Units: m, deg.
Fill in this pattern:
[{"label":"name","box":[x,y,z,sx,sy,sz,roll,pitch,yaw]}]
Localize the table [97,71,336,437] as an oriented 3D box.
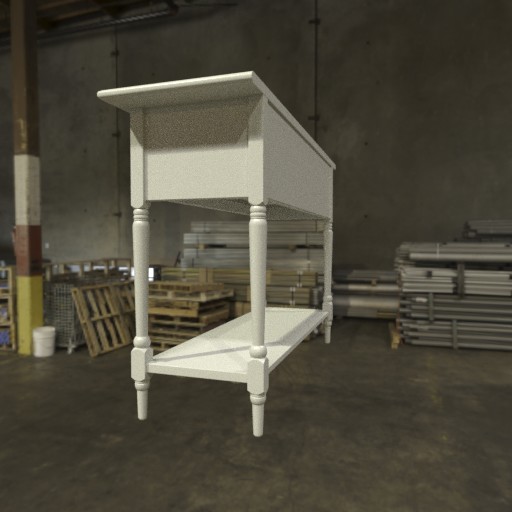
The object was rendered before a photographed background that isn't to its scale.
[{"label":"table","box":[0.000,0.000,1.552,0.384,0.808,1.197,1,2,18]}]
